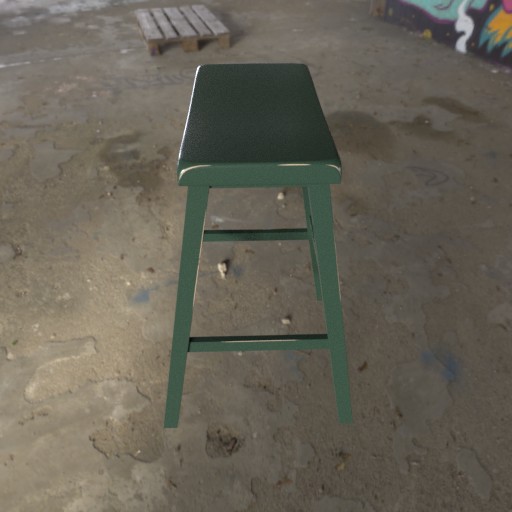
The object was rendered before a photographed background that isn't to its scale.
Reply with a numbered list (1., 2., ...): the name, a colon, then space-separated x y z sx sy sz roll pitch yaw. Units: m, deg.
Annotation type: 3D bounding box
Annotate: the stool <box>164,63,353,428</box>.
1. stool: 0.000 0.000 1.046 0.476 0.737 0.457 -1 41 -1
